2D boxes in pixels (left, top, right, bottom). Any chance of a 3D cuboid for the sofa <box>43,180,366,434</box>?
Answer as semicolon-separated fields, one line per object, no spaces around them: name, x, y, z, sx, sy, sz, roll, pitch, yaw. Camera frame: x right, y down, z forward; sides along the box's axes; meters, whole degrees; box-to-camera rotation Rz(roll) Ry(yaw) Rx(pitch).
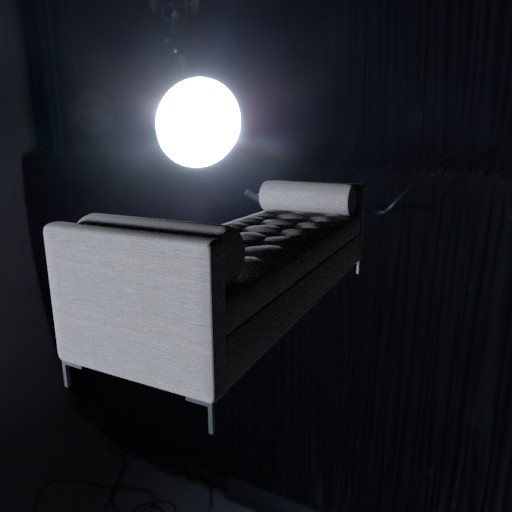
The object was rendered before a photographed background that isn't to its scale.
sofa;0.000;0.000;2.313;0.686;0.635;1.981;7;16;25
